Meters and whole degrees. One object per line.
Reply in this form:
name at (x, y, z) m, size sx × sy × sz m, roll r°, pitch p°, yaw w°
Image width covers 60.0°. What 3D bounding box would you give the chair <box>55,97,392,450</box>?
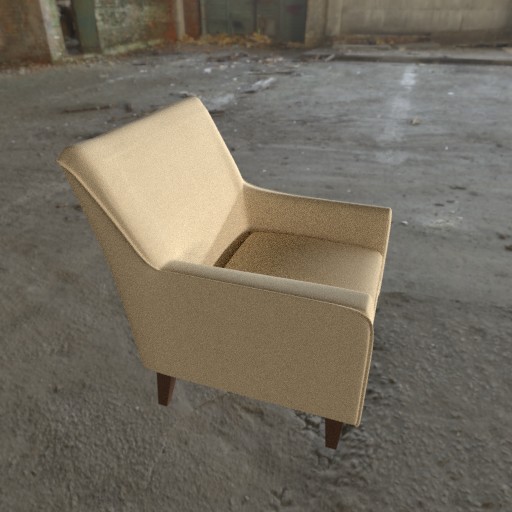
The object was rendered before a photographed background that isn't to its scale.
chair at (0.000, 0.000, 1.591) m, size 0.899 × 0.919 × 0.780 m, roll 10°, pitch 32°, yaw 16°
